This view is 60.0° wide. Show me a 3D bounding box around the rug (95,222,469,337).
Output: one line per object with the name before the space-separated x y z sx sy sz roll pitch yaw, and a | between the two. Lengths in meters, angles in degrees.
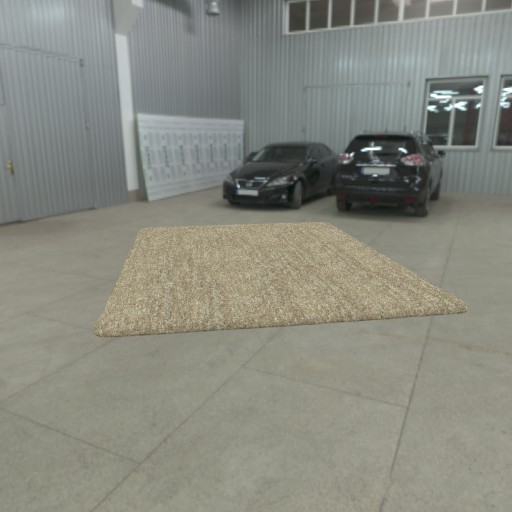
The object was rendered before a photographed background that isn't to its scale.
rug | 0.000 0.000 3.865 2.242 0.050 2.873 -2 15 -9
